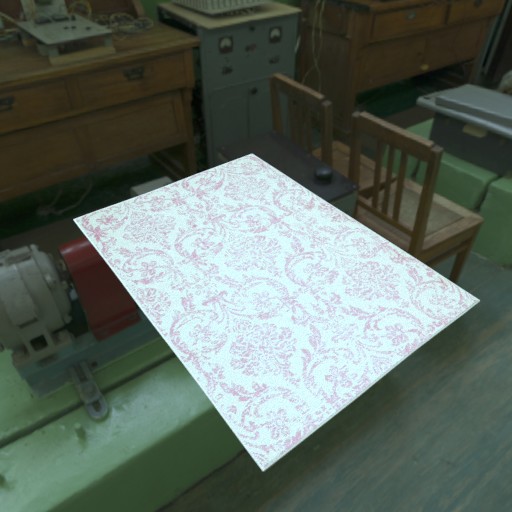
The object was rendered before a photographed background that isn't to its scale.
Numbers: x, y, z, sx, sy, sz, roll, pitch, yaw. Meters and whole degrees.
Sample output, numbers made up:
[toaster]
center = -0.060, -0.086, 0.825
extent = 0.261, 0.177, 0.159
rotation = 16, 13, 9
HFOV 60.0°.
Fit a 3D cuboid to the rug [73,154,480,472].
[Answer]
[rug]
center = 0.000, 0.000, 2.861
extent = 1.598, 0.014, 2.202
rotation = -27, 48, -27
